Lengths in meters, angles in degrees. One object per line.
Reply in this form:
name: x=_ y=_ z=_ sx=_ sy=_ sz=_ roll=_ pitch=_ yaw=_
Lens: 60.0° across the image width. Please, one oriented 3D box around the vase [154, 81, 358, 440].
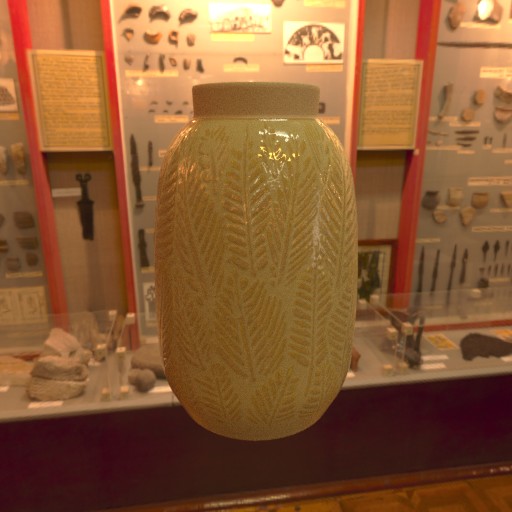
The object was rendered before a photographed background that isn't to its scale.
vase: x=0.000 y=0.000 z=0.377 sx=0.172 sy=0.270 sz=0.172 roll=0 pitch=17 yaw=0
